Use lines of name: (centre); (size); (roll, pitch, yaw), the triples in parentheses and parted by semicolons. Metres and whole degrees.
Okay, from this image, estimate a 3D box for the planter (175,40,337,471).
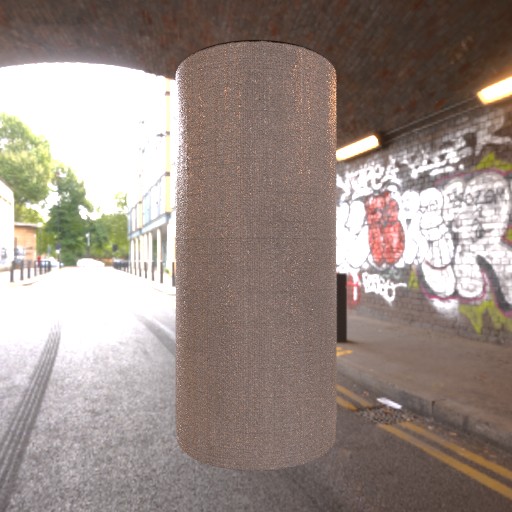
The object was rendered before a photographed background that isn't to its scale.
planter: (0.000, 0.000, 0.127); (0.045, 0.103, 0.045); (0, 0, 19)
